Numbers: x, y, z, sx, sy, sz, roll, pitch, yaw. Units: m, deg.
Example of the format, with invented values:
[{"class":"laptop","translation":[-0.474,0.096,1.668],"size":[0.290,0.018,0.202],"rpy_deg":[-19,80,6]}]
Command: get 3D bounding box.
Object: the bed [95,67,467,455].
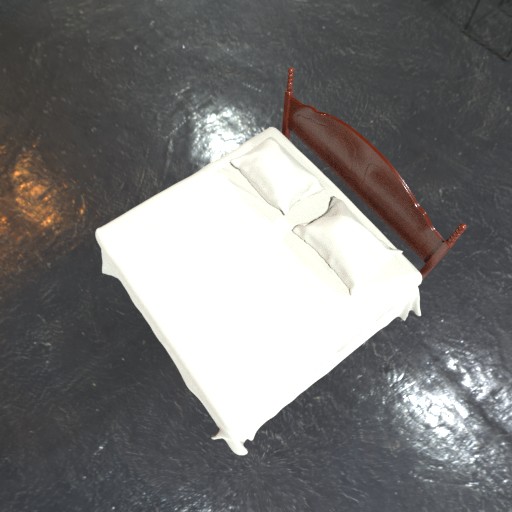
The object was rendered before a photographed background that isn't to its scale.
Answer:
[{"class":"bed","translation":[0.000,0.000,3.657],"size":[2.219,1.355,2.322],"rpy_deg":[-34,69,-15]}]
